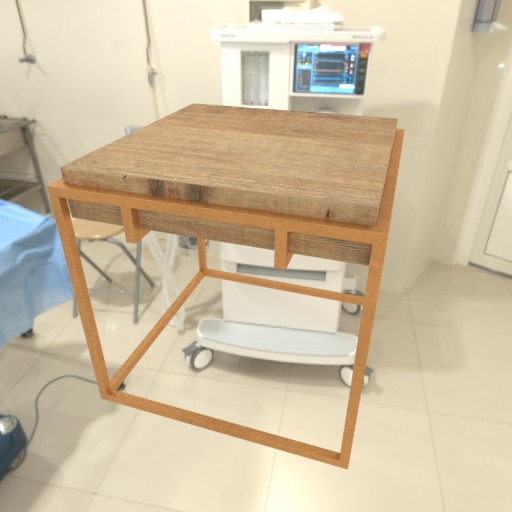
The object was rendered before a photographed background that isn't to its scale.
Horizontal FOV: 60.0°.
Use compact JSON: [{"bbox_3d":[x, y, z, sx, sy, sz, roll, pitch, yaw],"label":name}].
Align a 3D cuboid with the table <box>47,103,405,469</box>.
[{"bbox_3d":[0.000,0.000,1.097,0.599,0.584,0.599,10,32,16],"label":"table"}]
